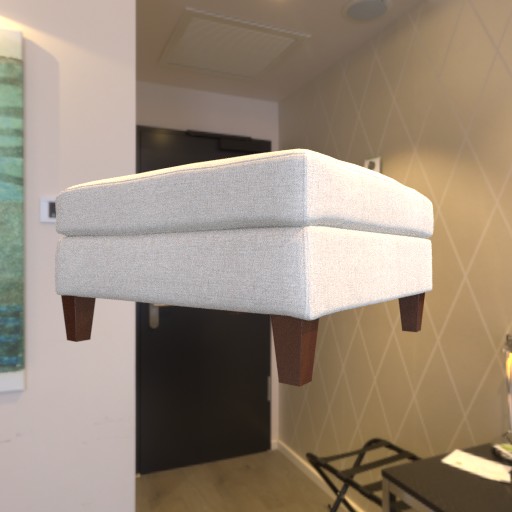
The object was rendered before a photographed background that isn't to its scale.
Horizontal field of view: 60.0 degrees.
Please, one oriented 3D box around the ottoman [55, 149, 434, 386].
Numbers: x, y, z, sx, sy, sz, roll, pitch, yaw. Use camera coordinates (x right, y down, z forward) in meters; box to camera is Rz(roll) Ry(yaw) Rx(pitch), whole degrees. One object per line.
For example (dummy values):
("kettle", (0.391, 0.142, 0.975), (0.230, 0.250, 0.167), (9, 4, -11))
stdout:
("ottoman", (0.000, 0.000, 1.341), (0.838, 0.478, 0.838), (0, 0, 36))
